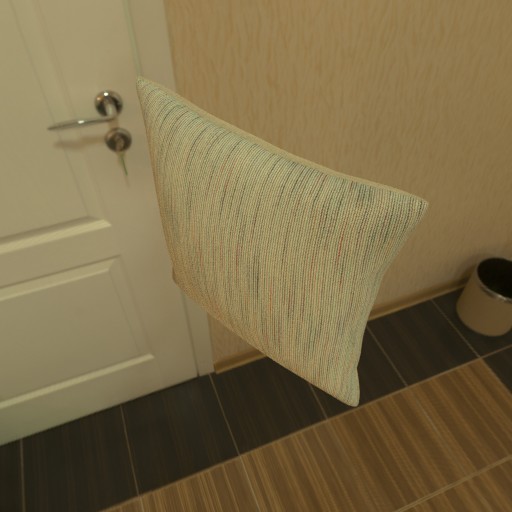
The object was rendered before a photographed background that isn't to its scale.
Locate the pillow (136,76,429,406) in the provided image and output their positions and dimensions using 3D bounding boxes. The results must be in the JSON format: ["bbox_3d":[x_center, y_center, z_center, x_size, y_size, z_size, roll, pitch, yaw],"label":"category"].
[{"bbox_3d":[0.000,0.000,0.790,0.512,0.506,0.178,31,54,26],"label":"pillow"}]
